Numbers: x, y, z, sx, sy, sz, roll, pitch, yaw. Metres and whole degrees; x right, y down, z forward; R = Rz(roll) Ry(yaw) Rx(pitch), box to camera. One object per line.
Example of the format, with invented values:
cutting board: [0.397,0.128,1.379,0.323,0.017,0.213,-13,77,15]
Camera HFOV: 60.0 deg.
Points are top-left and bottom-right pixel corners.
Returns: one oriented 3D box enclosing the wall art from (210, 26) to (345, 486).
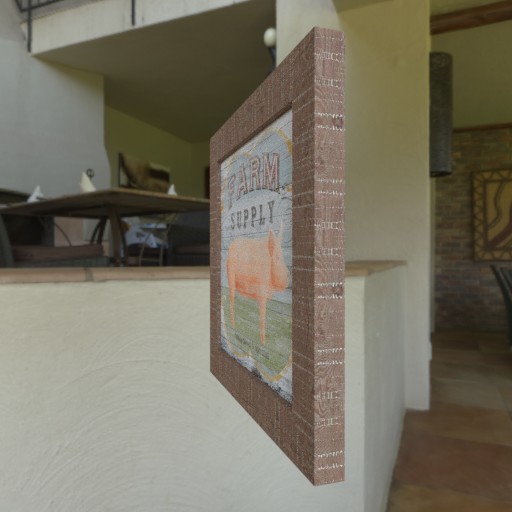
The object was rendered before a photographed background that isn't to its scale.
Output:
wall art: [0.000,0.000,0.768,0.040,0.531,0.531,0,0,-19]
